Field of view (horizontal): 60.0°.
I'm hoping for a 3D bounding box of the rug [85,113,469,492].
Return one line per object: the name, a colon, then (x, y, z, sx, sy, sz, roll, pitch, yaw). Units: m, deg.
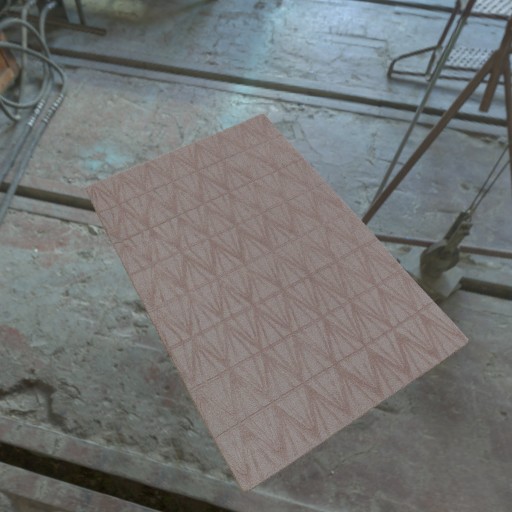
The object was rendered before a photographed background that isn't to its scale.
rug: (0.000, 0.000, 2.308, 1.230, 0.025, 1.837, -27, 62, -16)
